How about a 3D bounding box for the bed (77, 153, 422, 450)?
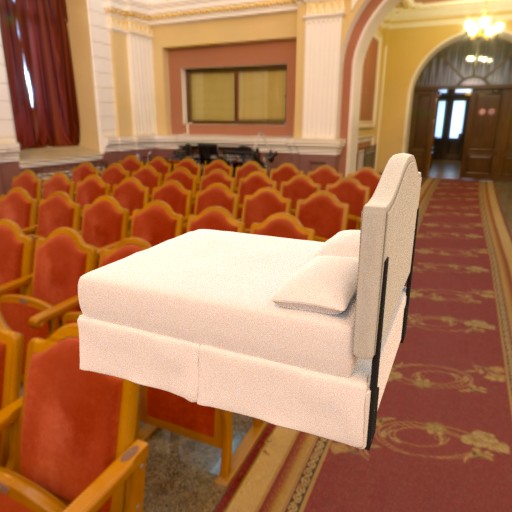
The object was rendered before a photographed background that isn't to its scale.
[{"bbox_3d":[0.000,0.000,3.435,2.180,1.607,1.813,8,18,24],"label":"bed"}]
